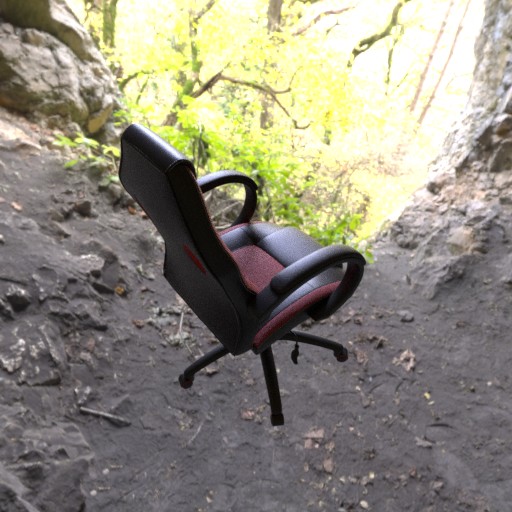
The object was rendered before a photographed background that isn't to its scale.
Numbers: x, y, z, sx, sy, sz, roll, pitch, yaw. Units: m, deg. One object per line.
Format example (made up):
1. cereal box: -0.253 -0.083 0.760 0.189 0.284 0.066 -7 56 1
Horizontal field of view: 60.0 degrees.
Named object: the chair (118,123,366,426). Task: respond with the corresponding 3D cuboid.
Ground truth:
1. chair: 0.000 0.000 1.711 0.783 1.189 0.750 -27 47 -27
